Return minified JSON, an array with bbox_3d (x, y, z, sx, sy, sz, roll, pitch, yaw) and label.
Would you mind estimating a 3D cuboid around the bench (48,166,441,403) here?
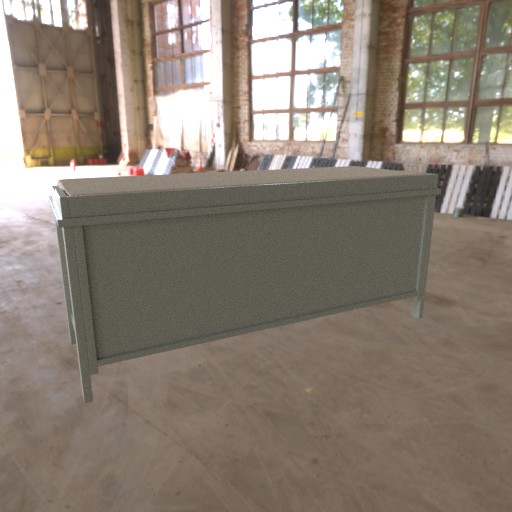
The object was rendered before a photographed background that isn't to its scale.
[{"bbox_3d":[0.000,0.000,1.408,1.140,0.501,0.398,-8,18,-26],"label":"bench"}]
